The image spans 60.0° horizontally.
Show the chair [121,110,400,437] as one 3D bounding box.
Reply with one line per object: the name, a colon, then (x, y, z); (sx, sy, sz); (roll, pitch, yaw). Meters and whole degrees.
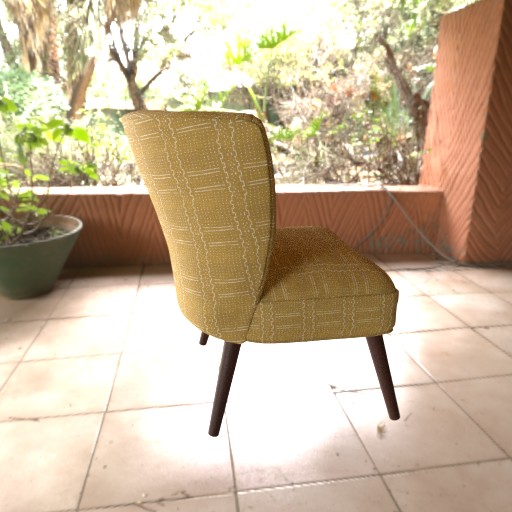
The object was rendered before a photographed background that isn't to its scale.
chair: (0.000, 0.000, 1.408); (0.758, 0.866, 0.706); (-3, 16, -9)
